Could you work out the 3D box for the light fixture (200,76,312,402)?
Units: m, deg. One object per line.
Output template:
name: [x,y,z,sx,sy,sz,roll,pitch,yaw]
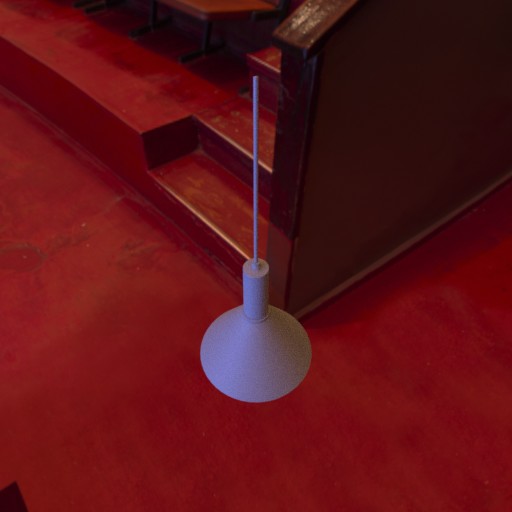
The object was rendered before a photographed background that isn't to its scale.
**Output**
light fixture: [0.000,0.000,0.825,0.267,0.683,0.267,-32,55,-26]
